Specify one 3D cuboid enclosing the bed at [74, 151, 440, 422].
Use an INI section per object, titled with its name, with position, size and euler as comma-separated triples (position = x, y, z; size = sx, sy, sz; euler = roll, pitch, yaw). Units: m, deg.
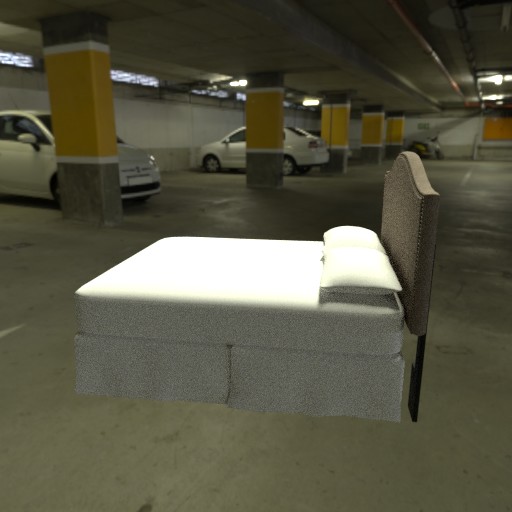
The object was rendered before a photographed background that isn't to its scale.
[bed]
position = 0.000, 0.000, 3.288
size = 2.153, 1.518, 1.713
euler = 2, 15, 9
